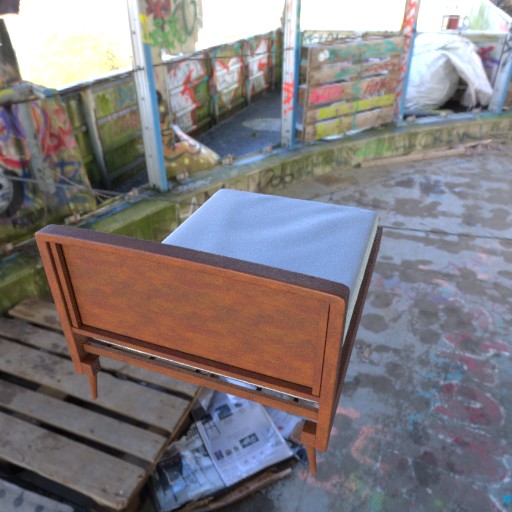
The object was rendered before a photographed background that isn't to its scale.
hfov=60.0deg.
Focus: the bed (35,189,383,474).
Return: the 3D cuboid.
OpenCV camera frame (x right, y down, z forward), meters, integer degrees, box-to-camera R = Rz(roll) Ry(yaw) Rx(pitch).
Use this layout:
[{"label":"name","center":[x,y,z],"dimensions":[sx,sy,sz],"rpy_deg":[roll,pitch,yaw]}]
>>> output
[{"label":"bed","center":[0.000,0.000,3.199],"dimensions":[1.587,1.275,2.196],"rpy_deg":[11,34,17]}]
